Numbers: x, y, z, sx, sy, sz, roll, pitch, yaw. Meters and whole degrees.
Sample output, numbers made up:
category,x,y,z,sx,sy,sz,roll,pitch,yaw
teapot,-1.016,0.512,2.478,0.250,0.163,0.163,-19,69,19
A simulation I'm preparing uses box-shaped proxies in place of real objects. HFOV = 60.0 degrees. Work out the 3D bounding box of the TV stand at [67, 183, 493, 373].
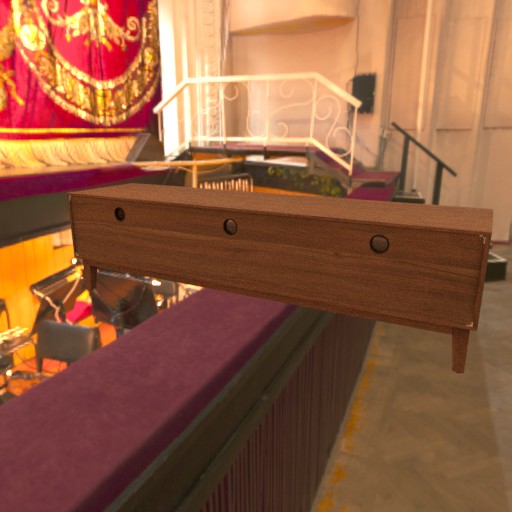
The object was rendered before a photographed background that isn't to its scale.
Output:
category,x,y,z,sx,sy,sz,roll,pitch,yaw
TV stand,0.000,0.000,1.616,1.482,0.409,0.366,8,18,27
